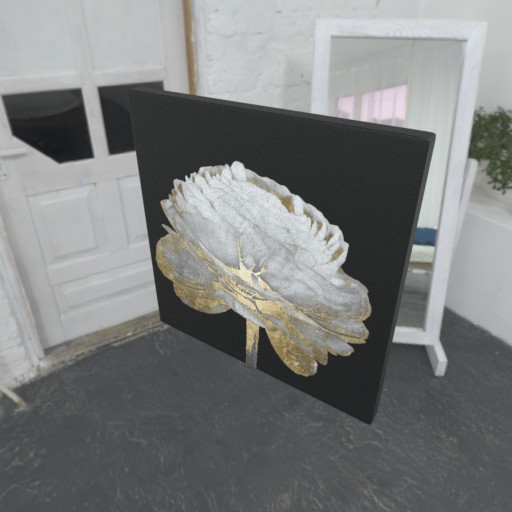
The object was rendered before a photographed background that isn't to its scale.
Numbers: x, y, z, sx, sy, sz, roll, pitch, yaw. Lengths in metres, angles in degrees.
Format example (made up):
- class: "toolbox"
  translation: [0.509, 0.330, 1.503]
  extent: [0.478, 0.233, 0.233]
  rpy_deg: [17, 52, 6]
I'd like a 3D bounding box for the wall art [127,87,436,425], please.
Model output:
- class: "wall art"
  translation: [0.000, 0.000, 0.933]
  extent: [0.610, 0.611, 0.043]
  rpy_deg: [19, 36, 28]
